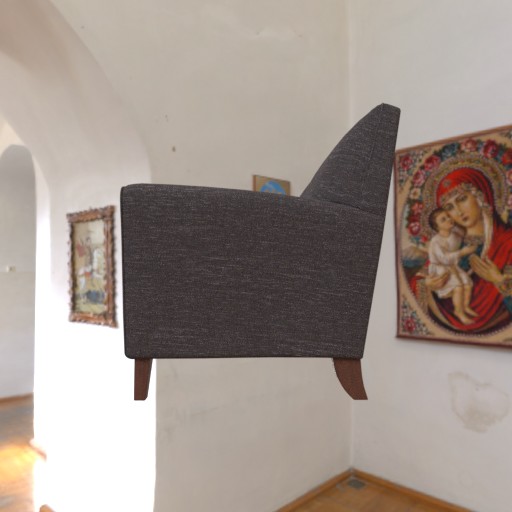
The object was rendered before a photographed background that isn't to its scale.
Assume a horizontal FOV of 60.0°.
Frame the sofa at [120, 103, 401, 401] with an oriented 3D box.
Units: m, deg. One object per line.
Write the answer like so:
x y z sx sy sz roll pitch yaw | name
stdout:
0.000 0.000 2.038 0.867 0.905 1.509 0 -1 0 | sofa
